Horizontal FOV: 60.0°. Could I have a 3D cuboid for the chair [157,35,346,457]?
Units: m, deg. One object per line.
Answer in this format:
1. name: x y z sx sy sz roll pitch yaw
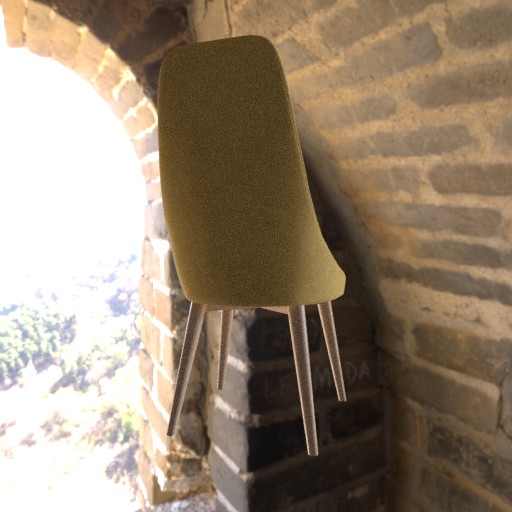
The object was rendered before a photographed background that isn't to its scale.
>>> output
1. chair: 0.000 0.000 1.365 0.510 1.040 0.660 0 1 18
